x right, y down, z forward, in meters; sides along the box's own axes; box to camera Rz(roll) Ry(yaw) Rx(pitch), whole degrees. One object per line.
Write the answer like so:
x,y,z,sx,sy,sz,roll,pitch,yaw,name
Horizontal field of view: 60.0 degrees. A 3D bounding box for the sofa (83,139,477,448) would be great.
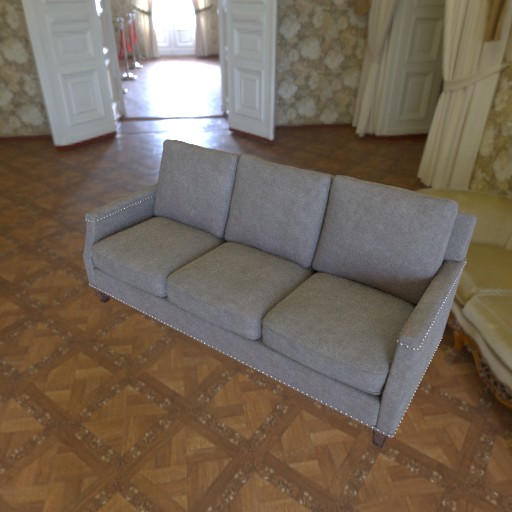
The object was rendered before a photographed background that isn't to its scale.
0.000,0.000,2.752,2.226,1.042,1.034,19,36,29,sofa
